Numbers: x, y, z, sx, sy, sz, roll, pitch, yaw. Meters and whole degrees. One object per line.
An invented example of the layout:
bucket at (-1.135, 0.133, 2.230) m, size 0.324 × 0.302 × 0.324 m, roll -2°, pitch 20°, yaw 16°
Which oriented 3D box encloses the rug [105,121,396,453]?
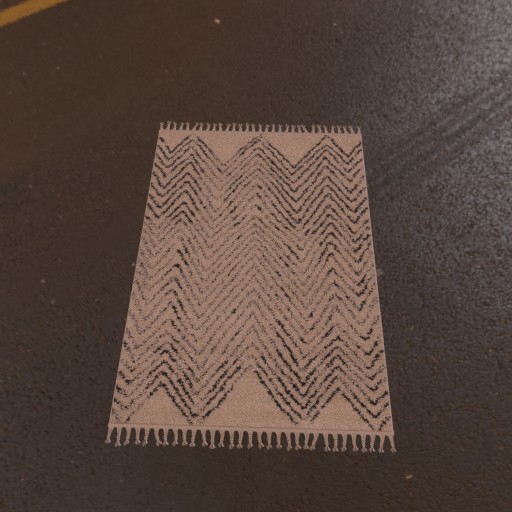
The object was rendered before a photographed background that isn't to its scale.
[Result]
rug at (0.000, 0.000, 2.285) m, size 1.230 × 0.014 × 1.847 m, roll 1°, pitch 62°, yaw 1°
